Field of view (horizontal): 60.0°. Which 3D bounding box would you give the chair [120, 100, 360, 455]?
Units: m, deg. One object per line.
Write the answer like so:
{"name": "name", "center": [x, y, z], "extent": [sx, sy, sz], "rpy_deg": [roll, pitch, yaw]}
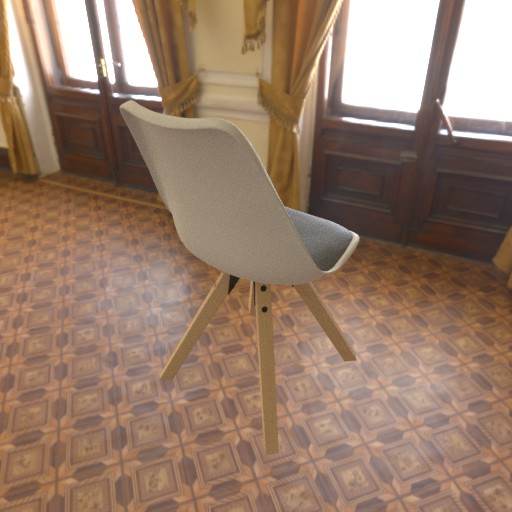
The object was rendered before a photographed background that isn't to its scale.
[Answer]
{"name": "chair", "center": [0.000, 0.000, 1.187], "extent": [0.485, 0.850, 0.550], "rpy_deg": [22, 37, 32]}
